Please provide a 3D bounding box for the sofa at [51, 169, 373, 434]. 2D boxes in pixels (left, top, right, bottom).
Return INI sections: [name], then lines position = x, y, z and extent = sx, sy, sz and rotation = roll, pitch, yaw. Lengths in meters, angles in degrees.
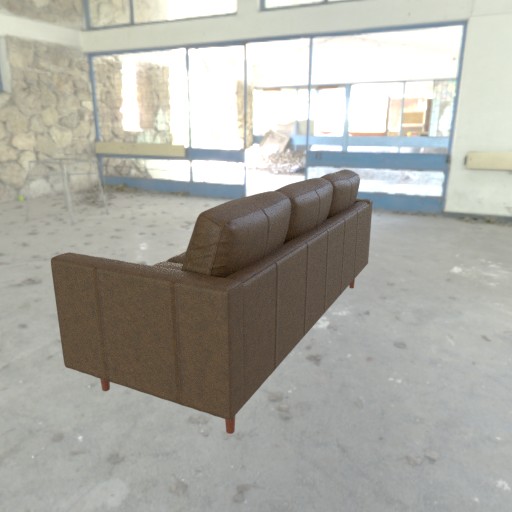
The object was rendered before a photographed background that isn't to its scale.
[sofa]
position = 0.000, 0.000, 2.707
extent = 0.903, 0.930, 2.231
rotation = 8, 18, 25
